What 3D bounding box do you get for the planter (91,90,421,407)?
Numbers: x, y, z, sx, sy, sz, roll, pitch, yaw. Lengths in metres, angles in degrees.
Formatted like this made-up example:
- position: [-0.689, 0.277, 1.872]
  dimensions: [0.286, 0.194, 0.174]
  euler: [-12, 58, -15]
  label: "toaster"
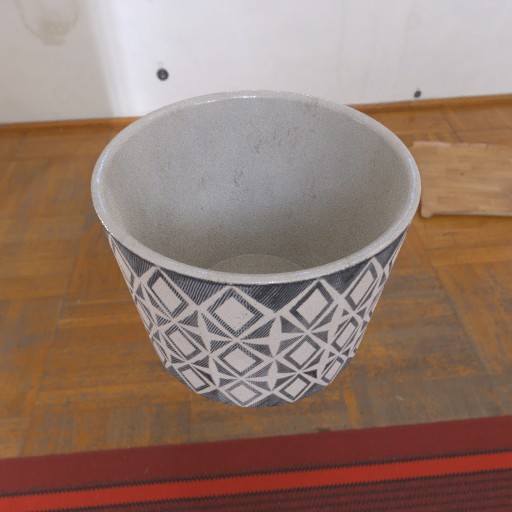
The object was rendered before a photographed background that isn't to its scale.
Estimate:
- position: [0.000, 0.000, 0.438]
  dimensions: [0.260, 0.220, 0.260]
  euler: [0, 46, 0]
  label: "planter"
